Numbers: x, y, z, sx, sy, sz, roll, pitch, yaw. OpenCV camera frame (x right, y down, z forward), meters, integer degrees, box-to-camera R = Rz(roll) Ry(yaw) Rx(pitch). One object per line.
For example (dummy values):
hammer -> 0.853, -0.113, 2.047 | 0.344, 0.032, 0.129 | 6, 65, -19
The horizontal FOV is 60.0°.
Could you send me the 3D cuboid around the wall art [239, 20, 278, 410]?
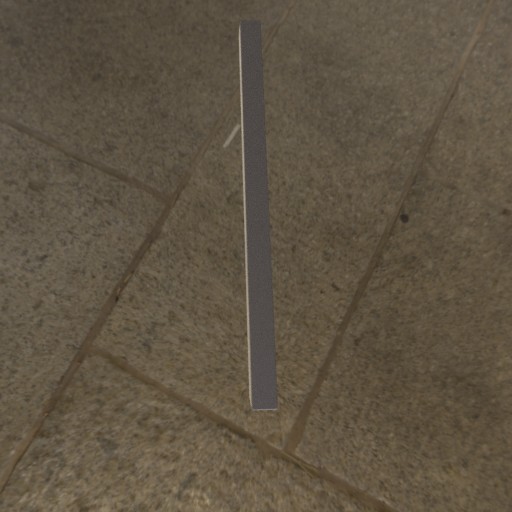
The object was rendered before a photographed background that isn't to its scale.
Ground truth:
wall art -> 0.000, 0.000, 0.761 | 0.029, 0.558, 0.458 | -2, 75, -1
